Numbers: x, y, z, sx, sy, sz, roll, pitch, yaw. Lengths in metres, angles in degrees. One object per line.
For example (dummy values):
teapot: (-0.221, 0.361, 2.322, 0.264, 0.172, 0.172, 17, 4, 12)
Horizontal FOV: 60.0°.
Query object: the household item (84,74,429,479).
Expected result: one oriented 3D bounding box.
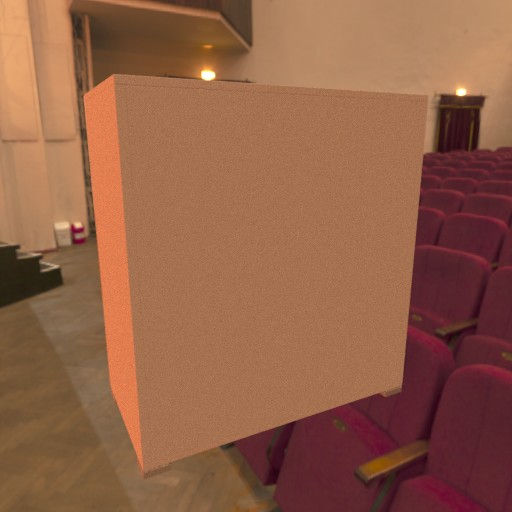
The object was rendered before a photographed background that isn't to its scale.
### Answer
household item: (0.000, 0.000, 1.268, 0.800, 0.870, 0.420, -7, 16, -27)
